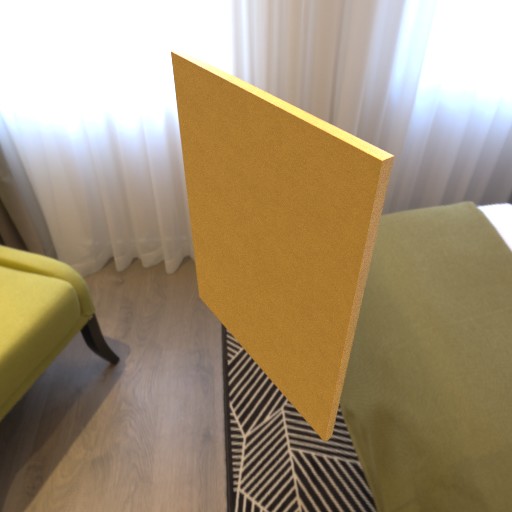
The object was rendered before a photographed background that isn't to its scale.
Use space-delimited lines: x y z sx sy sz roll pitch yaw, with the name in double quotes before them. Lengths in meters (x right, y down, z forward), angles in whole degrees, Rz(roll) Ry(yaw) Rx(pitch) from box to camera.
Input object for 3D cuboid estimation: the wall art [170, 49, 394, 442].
"wall art" 0.000 0.000 1.350 0.030 1.002 0.798 -25 46 -26
